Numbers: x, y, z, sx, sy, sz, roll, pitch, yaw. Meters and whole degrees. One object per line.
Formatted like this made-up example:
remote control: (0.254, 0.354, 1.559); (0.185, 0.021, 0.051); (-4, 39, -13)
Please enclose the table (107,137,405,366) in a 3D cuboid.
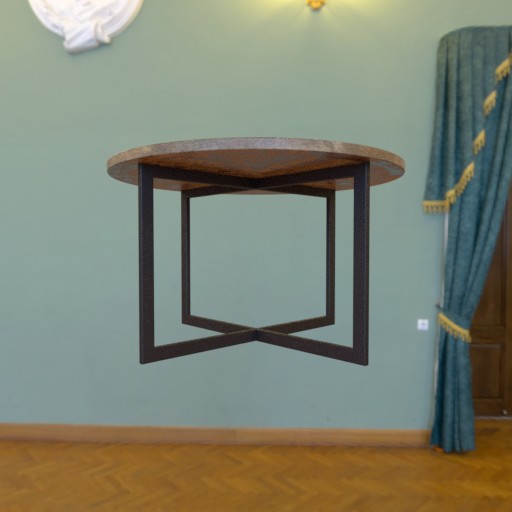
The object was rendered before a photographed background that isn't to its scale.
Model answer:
table: (0.000, 0.000, 1.993); (1.264, 0.762, 1.264); (0, 2, 0)
